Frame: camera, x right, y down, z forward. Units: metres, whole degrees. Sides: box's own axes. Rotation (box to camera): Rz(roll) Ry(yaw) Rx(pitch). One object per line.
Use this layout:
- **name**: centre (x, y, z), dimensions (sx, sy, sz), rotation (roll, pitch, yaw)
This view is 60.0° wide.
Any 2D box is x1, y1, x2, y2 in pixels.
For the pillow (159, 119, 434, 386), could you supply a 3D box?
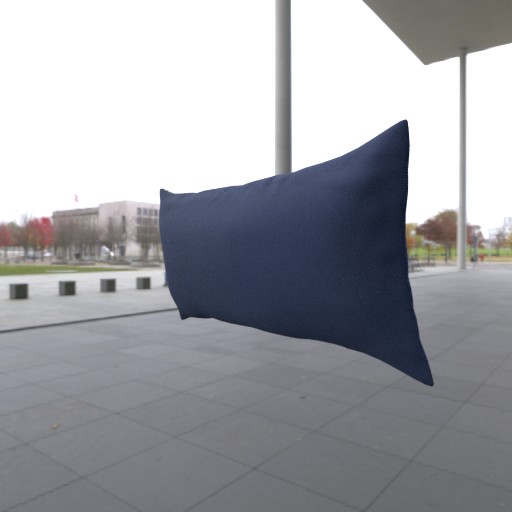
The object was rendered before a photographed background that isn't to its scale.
- **pillow**: centre (0.000, 0.000, 0.727), dimensions (0.156, 0.292, 0.608), rotation (0, 1, -37)
